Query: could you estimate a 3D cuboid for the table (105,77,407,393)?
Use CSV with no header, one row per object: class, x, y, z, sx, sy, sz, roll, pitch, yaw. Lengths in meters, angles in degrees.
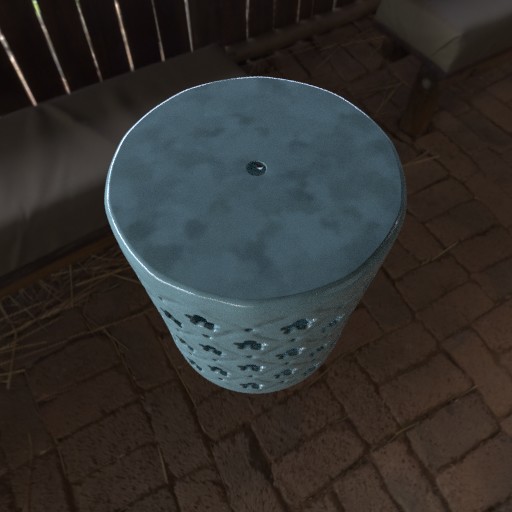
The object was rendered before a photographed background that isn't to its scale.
table,0.000,0.000,0.675,0.352,0.387,0.352,0,58,0
